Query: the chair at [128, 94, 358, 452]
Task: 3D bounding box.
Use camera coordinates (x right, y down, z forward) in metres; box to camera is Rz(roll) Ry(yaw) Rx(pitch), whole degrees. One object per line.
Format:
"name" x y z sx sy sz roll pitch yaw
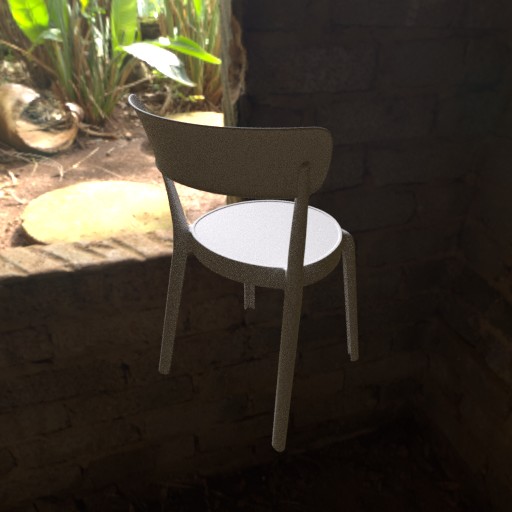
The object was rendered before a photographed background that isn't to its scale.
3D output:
"chair" 0.000 0.000 1.151 0.506 0.790 0.491 21 36 32
